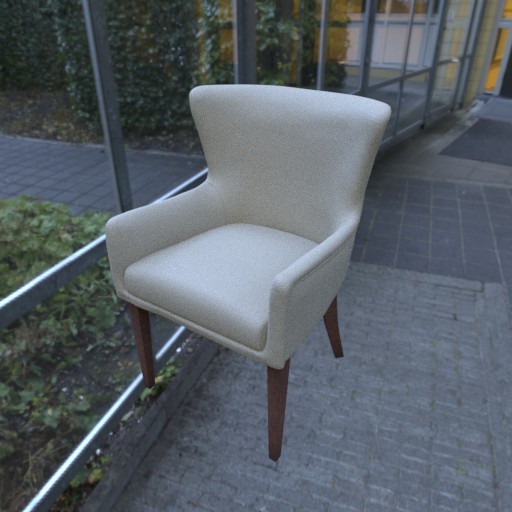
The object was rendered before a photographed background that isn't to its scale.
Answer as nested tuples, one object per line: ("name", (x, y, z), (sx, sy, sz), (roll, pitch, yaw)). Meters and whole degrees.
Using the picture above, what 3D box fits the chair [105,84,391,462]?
("chair", (0.000, 0.000, 1.421), (0.660, 0.952, 0.686), (18, 34, 29))
